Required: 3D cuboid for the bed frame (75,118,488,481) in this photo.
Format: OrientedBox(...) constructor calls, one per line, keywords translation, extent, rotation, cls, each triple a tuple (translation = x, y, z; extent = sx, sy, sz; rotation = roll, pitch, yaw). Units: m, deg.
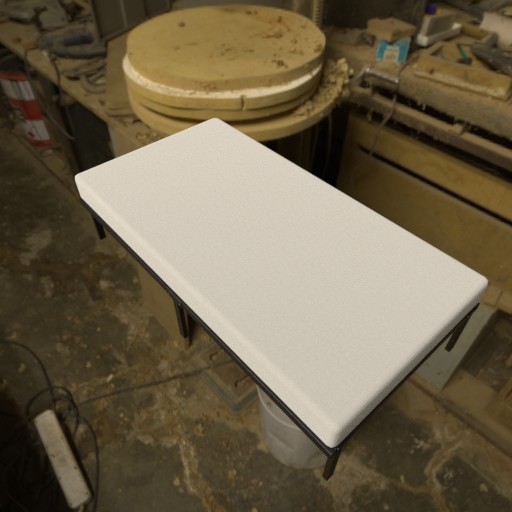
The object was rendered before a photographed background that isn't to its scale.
OrientedBox(translation=(0.000, 0.000, 3.189), extent=(1.393, 0.680, 2.635), rotation=(-32, 54, -28), cls="bed frame")
